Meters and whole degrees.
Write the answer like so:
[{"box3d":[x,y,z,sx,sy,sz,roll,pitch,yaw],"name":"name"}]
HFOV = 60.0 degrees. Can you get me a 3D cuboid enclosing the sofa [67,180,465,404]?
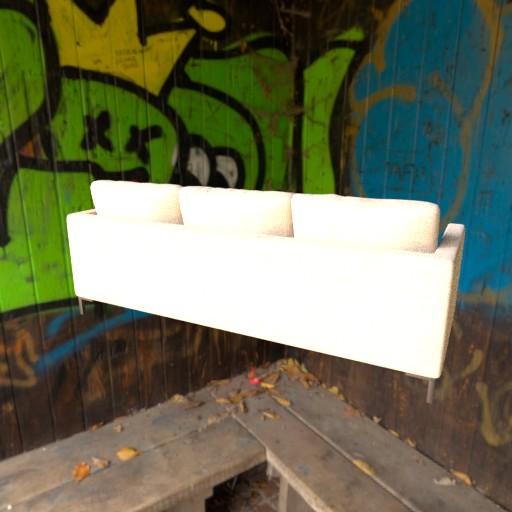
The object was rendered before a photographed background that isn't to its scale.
[{"box3d":[0.000,0.000,2.670,2.218,0.874,0.859,8,18,26],"name":"sofa"}]
